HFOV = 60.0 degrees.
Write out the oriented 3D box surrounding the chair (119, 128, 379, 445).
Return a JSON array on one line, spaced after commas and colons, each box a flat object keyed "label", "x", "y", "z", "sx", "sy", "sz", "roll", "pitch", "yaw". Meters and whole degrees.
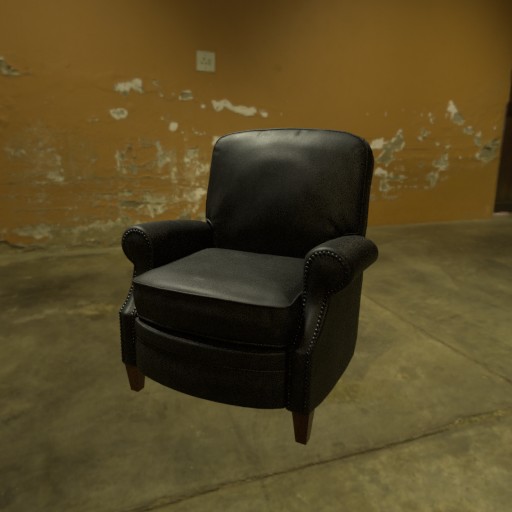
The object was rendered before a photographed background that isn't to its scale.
[{"label": "chair", "x": 0.000, "y": 0.000, "z": 1.808, "sx": 0.936, "sy": 1.018, "sz": 0.986, "roll": 7, "pitch": 16, "yaw": 26}]
